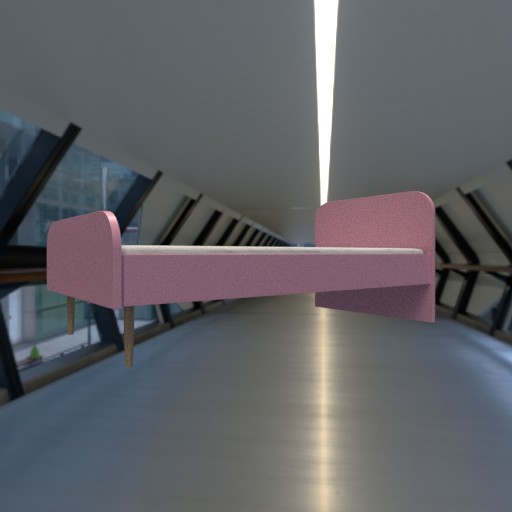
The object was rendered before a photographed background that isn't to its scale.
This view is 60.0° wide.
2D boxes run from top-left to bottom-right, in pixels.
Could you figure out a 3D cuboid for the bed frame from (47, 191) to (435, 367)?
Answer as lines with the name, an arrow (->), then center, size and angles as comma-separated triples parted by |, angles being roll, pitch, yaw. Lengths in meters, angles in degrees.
bed frame -> 0.000, 0.000, 2.490 | 1.963, 0.805, 0.998 | 0, 1, -37
